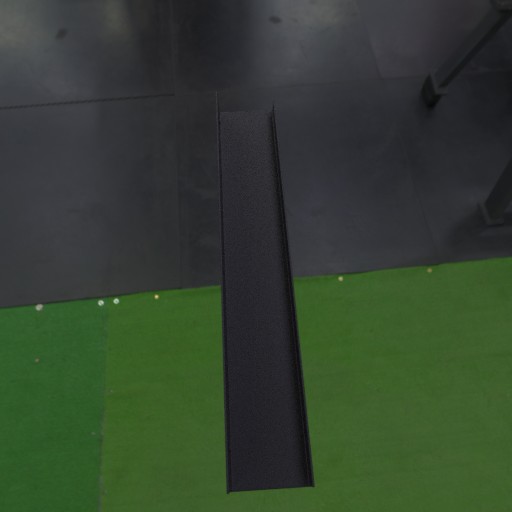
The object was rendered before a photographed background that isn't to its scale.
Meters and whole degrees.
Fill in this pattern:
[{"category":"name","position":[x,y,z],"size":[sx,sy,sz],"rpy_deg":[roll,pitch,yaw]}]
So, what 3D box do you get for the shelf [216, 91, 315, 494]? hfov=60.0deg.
[{"category":"shelf","position":[0.000,0.000,0.646],"size":[0.102,0.053,0.605],"rpy_deg":[-3,64,-1]}]
